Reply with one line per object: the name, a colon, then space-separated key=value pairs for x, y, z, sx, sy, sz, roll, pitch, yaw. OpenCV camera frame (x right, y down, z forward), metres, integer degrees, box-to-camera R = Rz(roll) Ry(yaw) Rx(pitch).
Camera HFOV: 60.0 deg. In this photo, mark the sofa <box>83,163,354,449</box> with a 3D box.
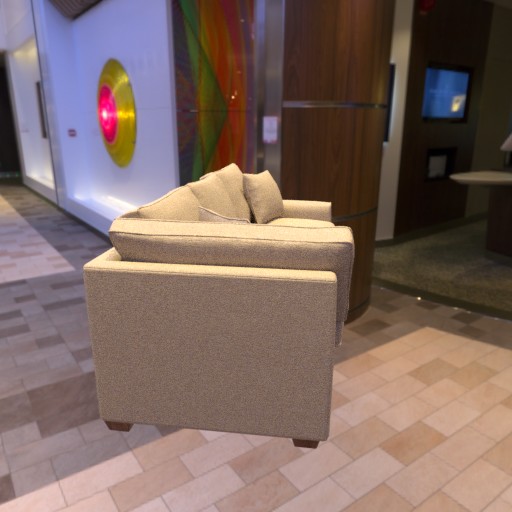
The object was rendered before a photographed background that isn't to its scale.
sofa: x=0.000 y=0.000 z=2.811 sx=1.061 sy=0.962 sz=2.317 roll=3 pitch=17 yaw=8
